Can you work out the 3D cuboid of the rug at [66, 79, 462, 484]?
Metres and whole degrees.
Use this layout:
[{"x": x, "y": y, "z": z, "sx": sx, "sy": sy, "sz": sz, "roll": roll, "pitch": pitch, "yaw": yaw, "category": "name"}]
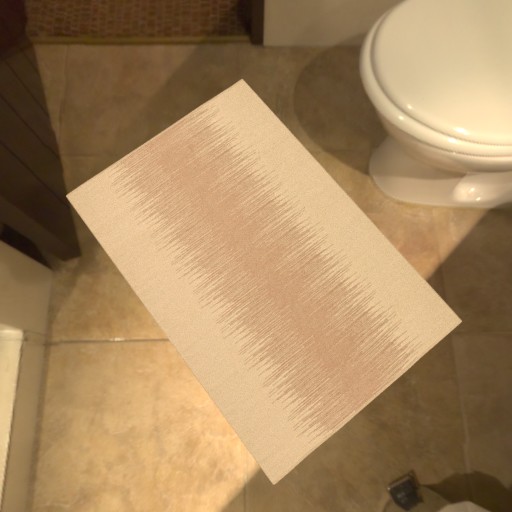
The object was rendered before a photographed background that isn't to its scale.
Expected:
[{"x": 0.000, "y": 0.000, "z": 2.358, "sx": 1.234, "sy": 0.006, "sz": 1.850, "roll": -37, "pitch": 77, "yaw": -10, "category": "rug"}]
